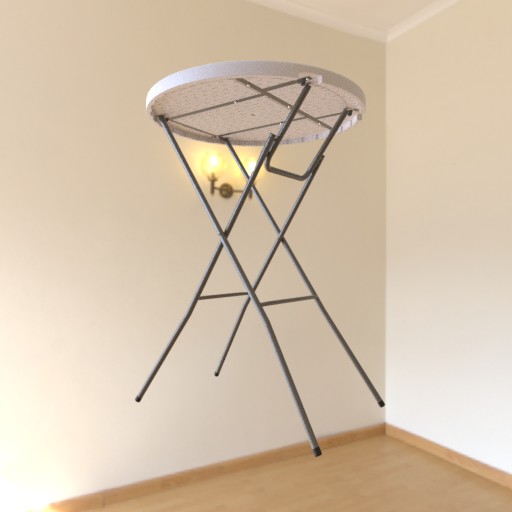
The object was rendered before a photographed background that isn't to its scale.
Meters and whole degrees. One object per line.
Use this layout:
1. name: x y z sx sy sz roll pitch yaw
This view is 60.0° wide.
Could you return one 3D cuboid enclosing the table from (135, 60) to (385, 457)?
1. table: 0.000 0.000 1.643 0.795 1.105 0.792 0 -1 36
